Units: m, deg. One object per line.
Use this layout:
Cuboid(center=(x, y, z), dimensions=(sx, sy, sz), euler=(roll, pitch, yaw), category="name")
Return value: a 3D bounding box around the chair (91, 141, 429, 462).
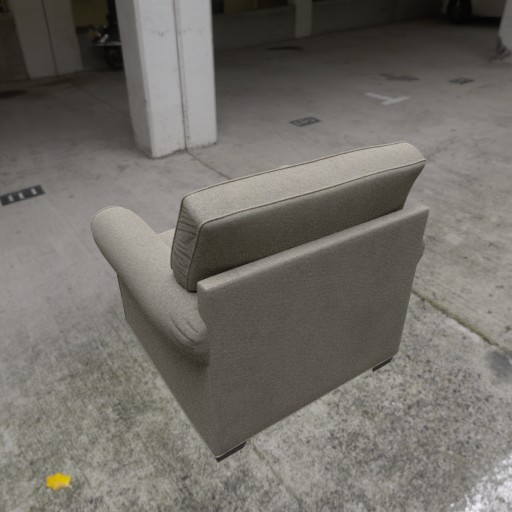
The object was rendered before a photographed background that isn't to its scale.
Cuboid(center=(0.000, 0.000, 1.916), dimensions=(1.147, 1.044, 0.939), euler=(-19, 36, -28), category="chair")
